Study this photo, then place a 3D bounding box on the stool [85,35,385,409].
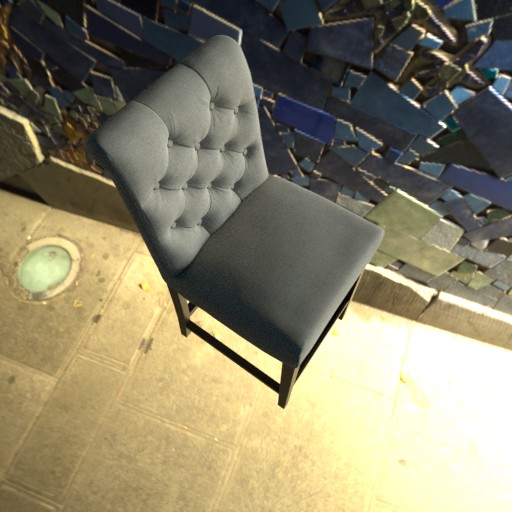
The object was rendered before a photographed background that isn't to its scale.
[{"bbox_3d":[0.000,0.000,1.366,0.601,1.040,0.493,31,64,17],"label":"stool"}]
